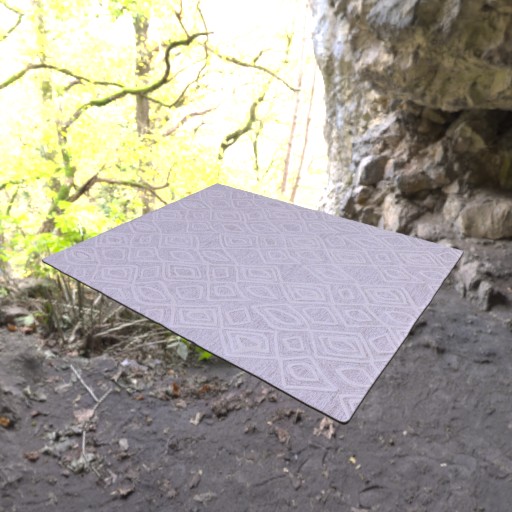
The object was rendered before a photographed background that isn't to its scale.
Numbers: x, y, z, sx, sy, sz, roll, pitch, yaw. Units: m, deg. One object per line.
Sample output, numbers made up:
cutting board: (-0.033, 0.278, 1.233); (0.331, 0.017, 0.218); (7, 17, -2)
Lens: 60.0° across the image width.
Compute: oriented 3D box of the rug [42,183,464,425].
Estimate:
rug: (0.000, 0.000, 4.072); (3.049, 0.025, 2.449); (20, 35, 31)
